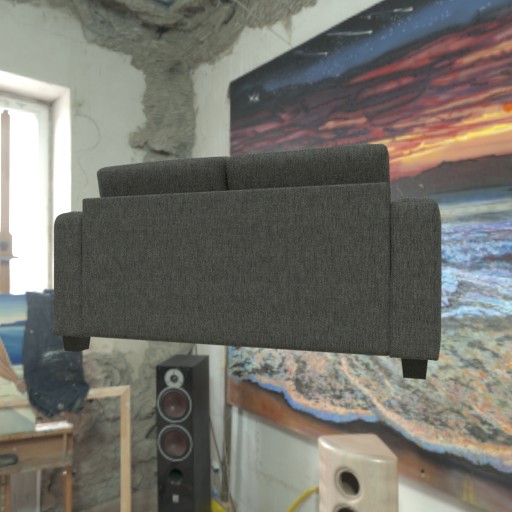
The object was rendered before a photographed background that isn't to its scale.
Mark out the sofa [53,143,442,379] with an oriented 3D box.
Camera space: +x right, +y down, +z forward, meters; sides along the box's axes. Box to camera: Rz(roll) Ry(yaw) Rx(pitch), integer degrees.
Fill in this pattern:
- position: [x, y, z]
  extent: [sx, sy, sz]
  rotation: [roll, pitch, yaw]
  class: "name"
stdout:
- position: [0.000, 0.000, 2.033]
  extent: [1.520, 0.800, 0.900]
  rotation: [0, -1, 18]
  class: "sofa"
